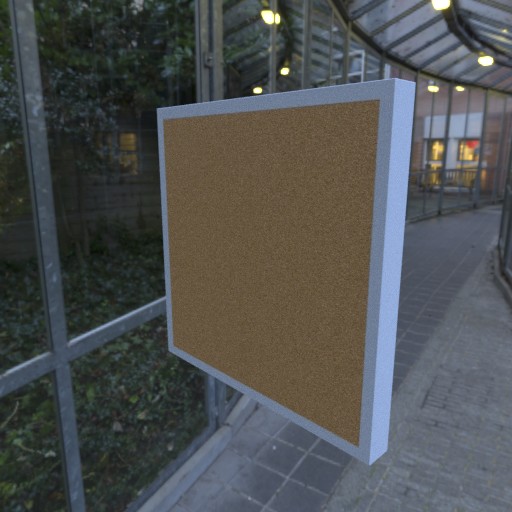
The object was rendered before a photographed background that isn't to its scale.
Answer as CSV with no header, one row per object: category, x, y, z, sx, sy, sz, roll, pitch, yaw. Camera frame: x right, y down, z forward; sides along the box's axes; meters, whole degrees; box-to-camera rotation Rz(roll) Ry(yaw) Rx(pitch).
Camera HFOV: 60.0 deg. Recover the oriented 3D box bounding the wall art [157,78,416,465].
wall art,0.000,0.000,0.604,0.038,0.406,0.406,-12,18,-42
